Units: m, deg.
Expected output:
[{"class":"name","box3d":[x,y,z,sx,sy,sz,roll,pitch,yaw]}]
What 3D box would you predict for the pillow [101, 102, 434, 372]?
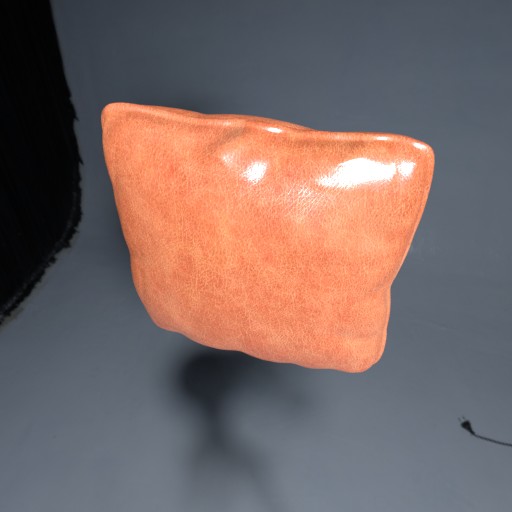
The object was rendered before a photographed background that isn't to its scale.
[{"class":"pillow","box3d":[0.000,0.000,0.817,0.532,0.523,0.236,11,42,12]}]
